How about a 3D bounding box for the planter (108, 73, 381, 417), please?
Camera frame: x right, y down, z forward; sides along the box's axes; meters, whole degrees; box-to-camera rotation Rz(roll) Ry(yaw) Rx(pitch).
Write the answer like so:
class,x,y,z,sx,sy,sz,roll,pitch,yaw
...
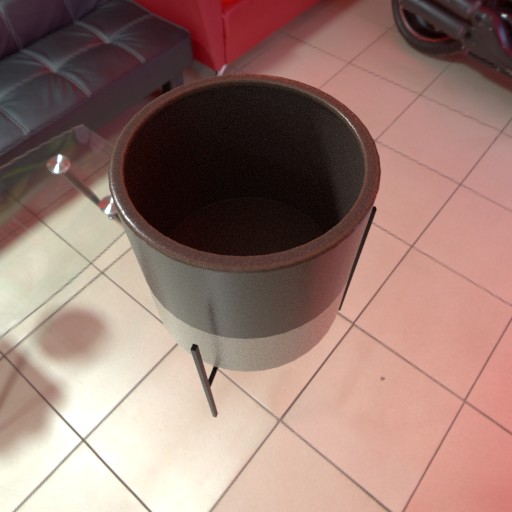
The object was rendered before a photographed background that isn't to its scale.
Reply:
class,x,y,z,sx,sy,sz,roll,pitch,yaw
planter,0.000,0.000,0.533,0.260,0.353,0.250,-15,58,-10
